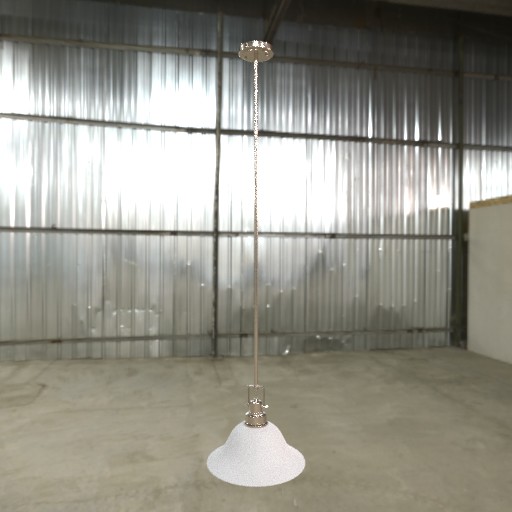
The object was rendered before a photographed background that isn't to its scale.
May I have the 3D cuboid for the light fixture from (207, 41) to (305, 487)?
[{"bbox_3d":[0.000,0.000,1.456,0.324,1.354,0.324,0,1,18],"label":"light fixture"}]
